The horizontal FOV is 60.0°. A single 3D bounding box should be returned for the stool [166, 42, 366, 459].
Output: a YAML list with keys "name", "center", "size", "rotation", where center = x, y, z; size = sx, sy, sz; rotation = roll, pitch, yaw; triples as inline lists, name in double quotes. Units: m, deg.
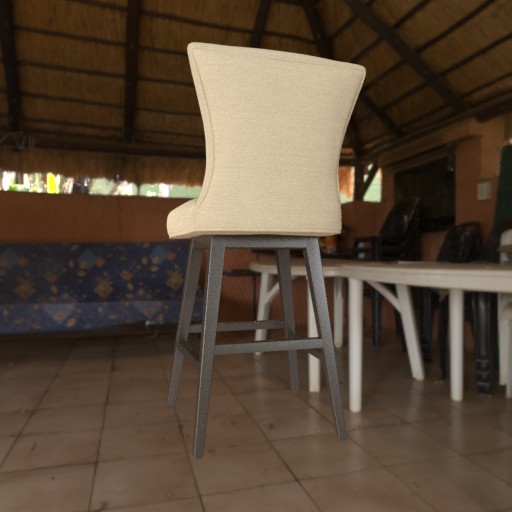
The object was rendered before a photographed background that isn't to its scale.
- name: "stool"
  center: [0.000, 0.000, 1.416]
  size: [0.514, 1.086, 0.574]
  rotation: [0, 0, -17]
